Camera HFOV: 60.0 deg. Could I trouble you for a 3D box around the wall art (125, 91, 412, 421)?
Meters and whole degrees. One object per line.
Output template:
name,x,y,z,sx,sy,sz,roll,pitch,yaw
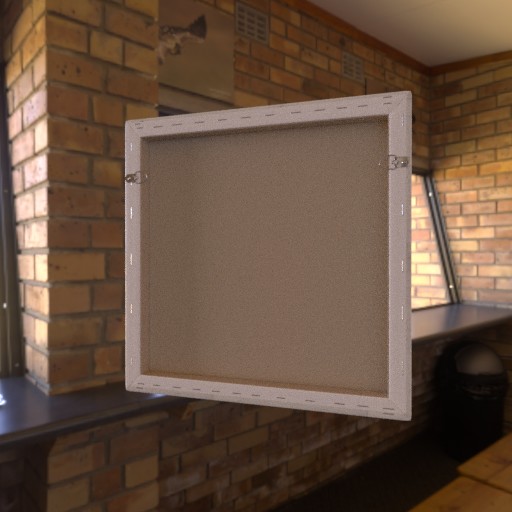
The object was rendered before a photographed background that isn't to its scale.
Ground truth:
wall art,0.000,0.000,0.922,0.610,0.611,0.040,0,0,18
